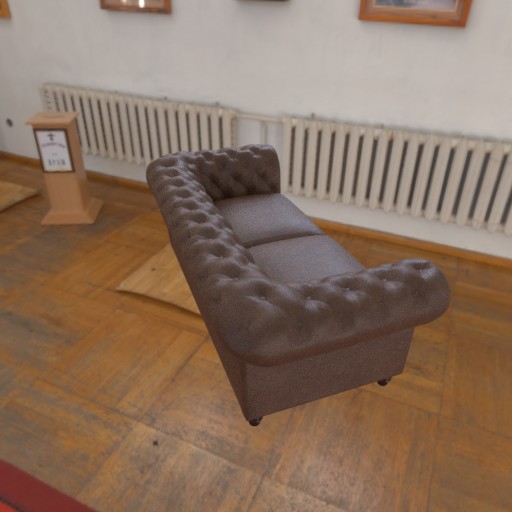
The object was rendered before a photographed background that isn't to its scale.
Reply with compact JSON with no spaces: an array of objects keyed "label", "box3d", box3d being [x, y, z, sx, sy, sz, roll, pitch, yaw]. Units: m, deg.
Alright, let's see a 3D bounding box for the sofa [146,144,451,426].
[{"label":"sofa","box3d":[0.000,0.000,2.575,0.955,0.784,2.048,-11,32,-18]}]
